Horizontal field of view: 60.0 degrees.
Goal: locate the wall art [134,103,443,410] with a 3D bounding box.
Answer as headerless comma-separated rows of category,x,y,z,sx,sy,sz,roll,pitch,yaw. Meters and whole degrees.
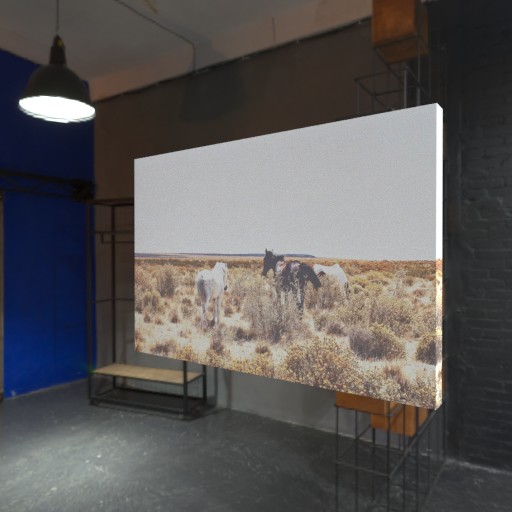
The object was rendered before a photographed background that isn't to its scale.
wall art,0.000,0.000,1.164,0.914,0.610,0.050,0,1,36
